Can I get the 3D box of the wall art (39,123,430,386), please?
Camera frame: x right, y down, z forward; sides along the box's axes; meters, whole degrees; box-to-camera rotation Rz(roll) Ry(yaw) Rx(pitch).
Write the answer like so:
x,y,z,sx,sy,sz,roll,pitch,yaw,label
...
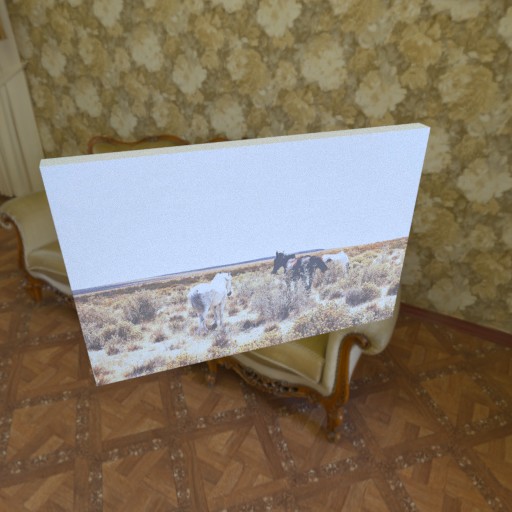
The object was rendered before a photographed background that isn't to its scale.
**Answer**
x,y,z,sx,sy,sz,roll,pitch,yaw,label
0.000,0.000,1.171,0.914,0.610,0.050,-10,32,-16,wall art
